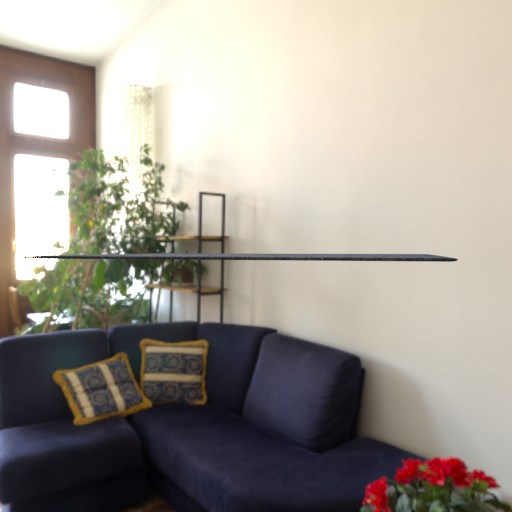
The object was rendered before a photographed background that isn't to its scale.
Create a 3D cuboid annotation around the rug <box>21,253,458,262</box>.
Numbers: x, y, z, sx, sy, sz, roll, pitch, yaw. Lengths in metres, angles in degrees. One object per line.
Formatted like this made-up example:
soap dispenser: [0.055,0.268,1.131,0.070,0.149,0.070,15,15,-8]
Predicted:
rug: [0.000,0.000,4.192,3.245,0.024,2.385,0,1,17]
